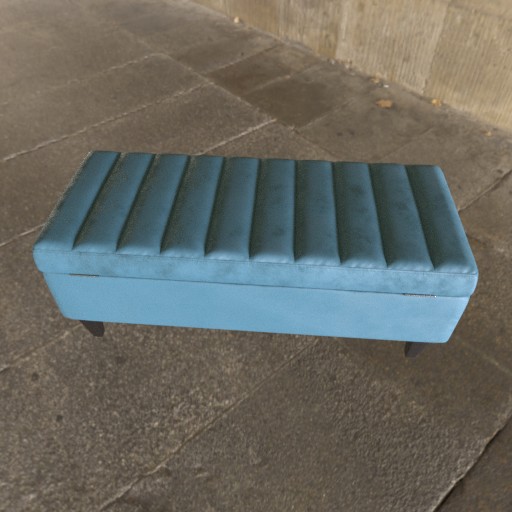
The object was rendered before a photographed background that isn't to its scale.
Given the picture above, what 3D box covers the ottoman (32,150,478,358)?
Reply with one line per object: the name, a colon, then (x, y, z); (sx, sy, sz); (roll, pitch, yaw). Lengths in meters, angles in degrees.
ottoman: (0.000, 0.000, 1.418); (1.151, 0.469, 0.482); (3, 46, 3)
